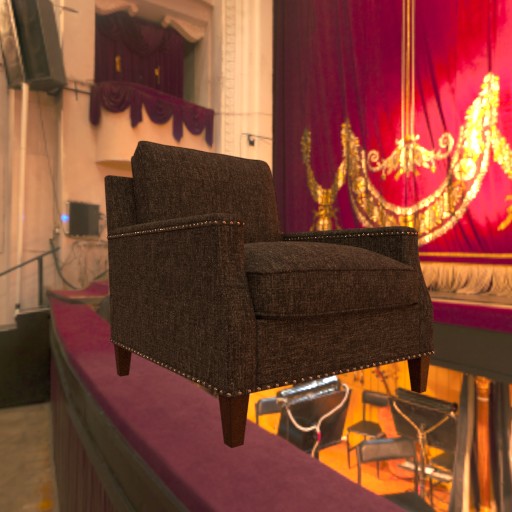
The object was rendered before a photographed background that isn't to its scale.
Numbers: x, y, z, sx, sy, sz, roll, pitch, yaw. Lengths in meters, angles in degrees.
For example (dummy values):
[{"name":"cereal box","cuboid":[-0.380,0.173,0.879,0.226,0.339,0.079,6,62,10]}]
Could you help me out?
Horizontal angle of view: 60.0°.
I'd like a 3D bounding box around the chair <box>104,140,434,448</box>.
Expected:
[{"name":"chair","cuboid":[0.000,0.000,1.682,0.853,0.943,1.014,0,-1,-36]}]
